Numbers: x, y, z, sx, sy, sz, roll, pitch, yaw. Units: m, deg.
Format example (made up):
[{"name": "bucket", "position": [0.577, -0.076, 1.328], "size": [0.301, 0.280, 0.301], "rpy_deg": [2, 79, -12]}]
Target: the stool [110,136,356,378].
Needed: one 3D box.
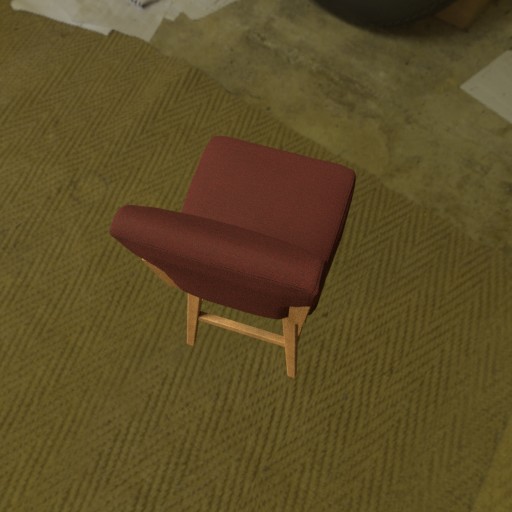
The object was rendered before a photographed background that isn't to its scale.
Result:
[{"name": "stool", "position": [0.000, 0.000, 1.378], "size": [0.468, 1.093, 0.562], "rpy_deg": [16, 65, 8]}]
